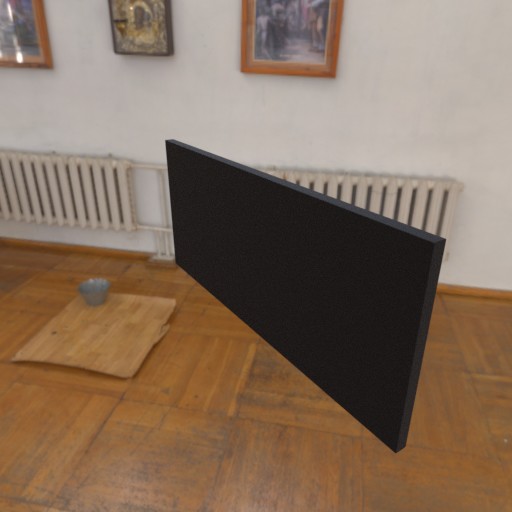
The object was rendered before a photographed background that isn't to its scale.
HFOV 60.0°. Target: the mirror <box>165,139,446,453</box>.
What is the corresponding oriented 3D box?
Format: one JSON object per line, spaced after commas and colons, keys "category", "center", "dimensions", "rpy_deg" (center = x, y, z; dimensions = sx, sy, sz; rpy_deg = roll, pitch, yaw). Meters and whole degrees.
{"category": "mirror", "center": [0.000, 0.000, 1.798], "dimensions": [0.047, 0.692, 1.584], "rpy_deg": [-16, 29, -30]}
